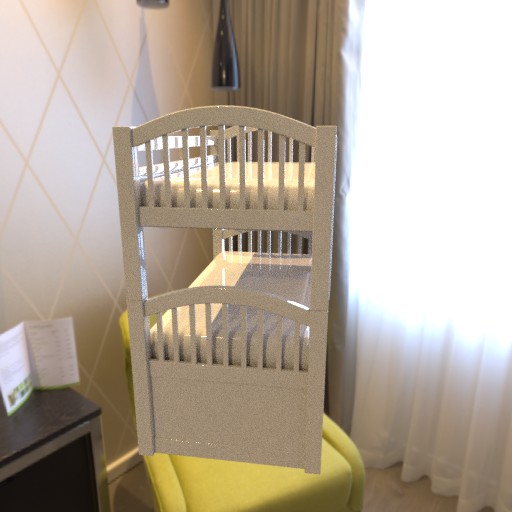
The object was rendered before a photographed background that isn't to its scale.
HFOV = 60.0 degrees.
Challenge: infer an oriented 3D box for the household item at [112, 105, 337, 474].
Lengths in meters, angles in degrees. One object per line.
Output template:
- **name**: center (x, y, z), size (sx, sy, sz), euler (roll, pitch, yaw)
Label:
- **household item**: center (0.000, 0.000, 3.340), size (1.143, 2.032, 2.032), euler (2, 15, 8)
